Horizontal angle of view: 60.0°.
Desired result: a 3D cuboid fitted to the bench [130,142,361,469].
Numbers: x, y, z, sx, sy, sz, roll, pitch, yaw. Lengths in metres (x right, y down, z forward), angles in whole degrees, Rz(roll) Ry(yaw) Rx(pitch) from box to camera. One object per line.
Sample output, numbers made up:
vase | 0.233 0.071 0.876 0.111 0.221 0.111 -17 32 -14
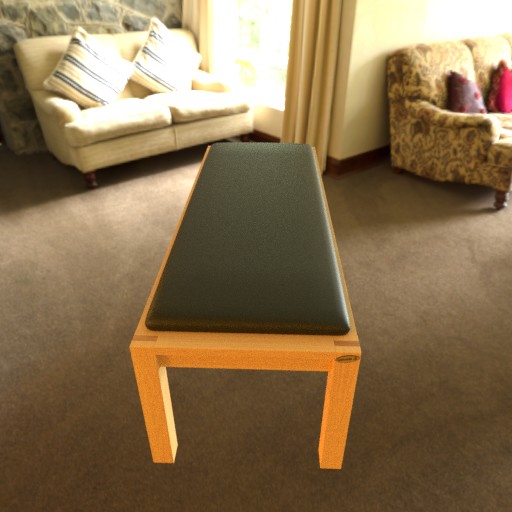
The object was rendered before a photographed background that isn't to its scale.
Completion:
bench | 0.000 0.000 1.452 0.450 0.430 1.202 1 32 2
